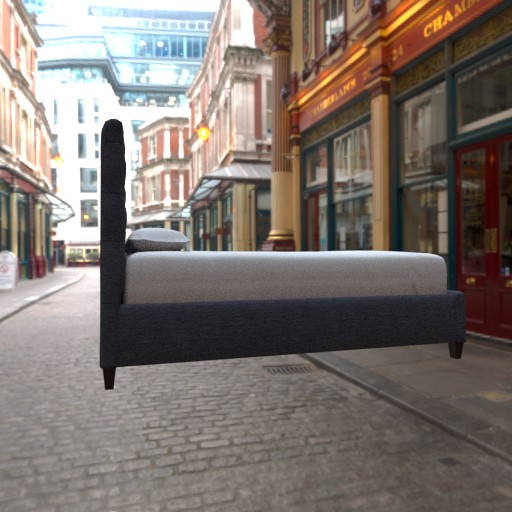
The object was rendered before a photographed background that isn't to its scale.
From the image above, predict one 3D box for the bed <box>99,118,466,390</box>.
[{"bbox_3d":[0.000,0.000,3.640,2.387,1.427,2.078,0,-1,-18],"label":"bed"}]
